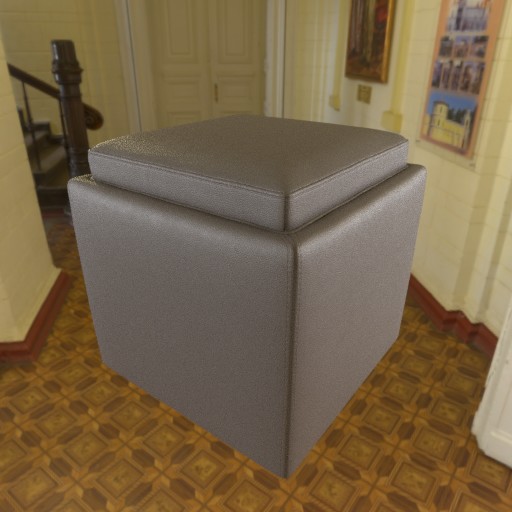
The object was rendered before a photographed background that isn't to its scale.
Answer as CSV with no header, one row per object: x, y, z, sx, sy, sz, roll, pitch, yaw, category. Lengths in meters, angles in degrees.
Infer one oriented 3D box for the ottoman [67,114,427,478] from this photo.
0.000,0.000,0.813,0.450,0.460,0.451,18,31,33,ottoman
